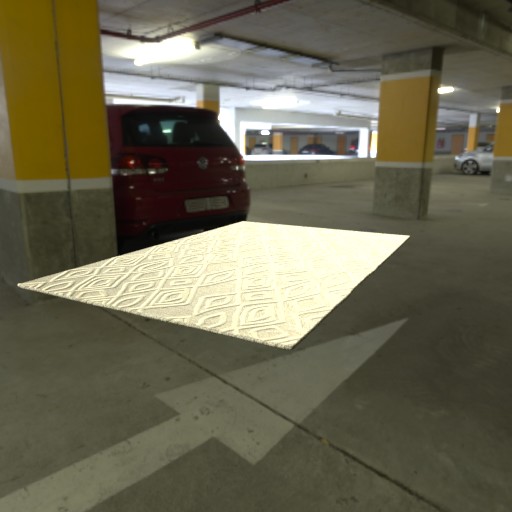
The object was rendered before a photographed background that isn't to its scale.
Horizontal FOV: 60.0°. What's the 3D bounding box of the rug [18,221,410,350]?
[{"bbox_3d":[0.000,0.000,2.292,1.224,0.016,1.832,7,15,28],"label":"rug"}]
